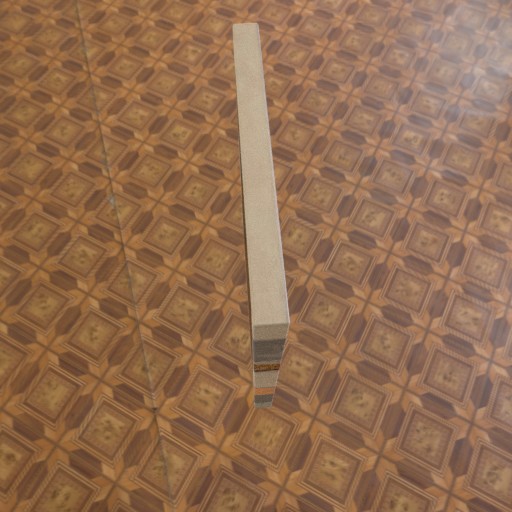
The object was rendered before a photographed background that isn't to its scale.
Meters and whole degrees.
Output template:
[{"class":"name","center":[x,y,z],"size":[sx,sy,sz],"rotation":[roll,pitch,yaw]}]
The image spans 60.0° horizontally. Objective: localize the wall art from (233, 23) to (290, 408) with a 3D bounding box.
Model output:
[{"class":"wall art","center":[0.000,0.000,0.816],"size":[0.038,0.609,0.456],"rotation":[-4,64,-2]}]
